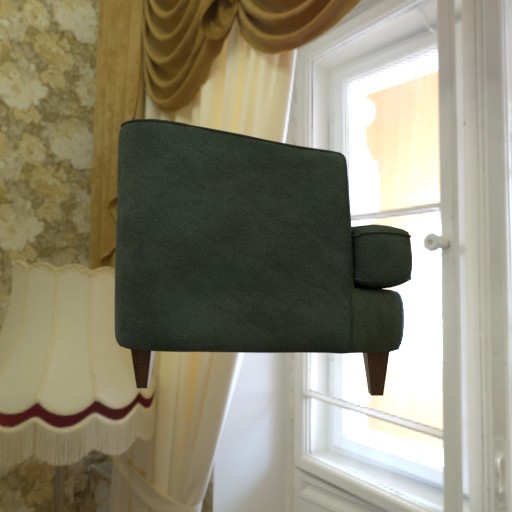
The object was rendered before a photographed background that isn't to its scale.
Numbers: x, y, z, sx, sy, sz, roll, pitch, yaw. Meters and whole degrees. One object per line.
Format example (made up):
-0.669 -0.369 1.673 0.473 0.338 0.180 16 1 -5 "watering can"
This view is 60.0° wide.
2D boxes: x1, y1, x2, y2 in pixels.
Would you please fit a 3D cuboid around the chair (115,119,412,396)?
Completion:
0.000 0.000 1.787 0.941 0.852 1.104 0 -2 0 "chair"
